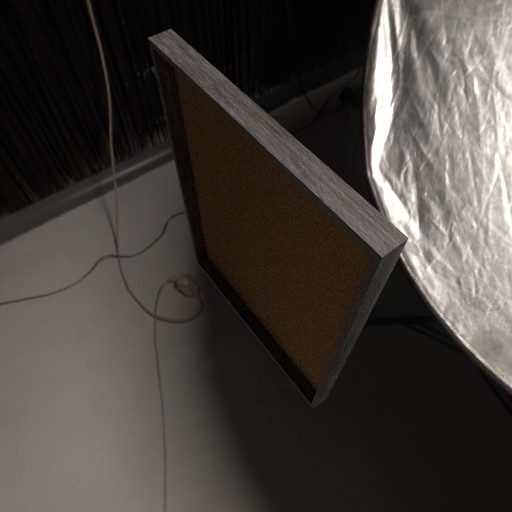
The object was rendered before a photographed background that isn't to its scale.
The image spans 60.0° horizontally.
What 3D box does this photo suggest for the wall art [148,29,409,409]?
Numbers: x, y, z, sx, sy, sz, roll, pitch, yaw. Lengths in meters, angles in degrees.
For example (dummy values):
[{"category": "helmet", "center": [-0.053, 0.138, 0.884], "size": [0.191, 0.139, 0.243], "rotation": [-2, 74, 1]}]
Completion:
[{"category": "wall art", "center": [0.000, 0.000, 1.319], "size": [0.063, 1.016, 0.762], "rotation": [-32, 63, -19]}]
